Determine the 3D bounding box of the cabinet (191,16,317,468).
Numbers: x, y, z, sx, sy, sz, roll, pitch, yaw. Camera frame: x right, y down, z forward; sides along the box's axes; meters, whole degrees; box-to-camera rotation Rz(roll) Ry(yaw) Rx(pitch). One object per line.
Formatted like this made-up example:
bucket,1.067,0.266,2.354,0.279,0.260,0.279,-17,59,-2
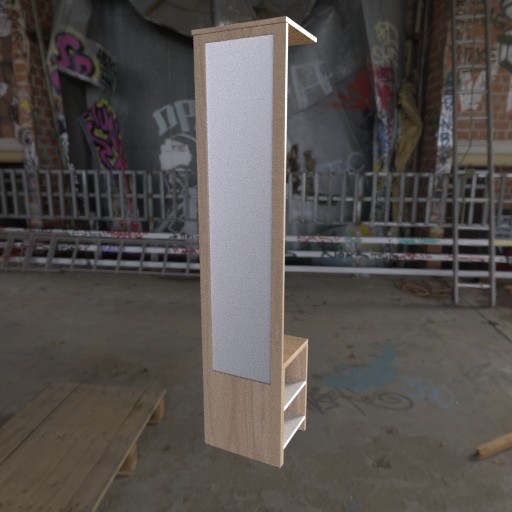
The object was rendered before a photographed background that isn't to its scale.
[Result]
cabinet,0.000,0.000,2.037,0.411,1.879,0.338,6,14,26
